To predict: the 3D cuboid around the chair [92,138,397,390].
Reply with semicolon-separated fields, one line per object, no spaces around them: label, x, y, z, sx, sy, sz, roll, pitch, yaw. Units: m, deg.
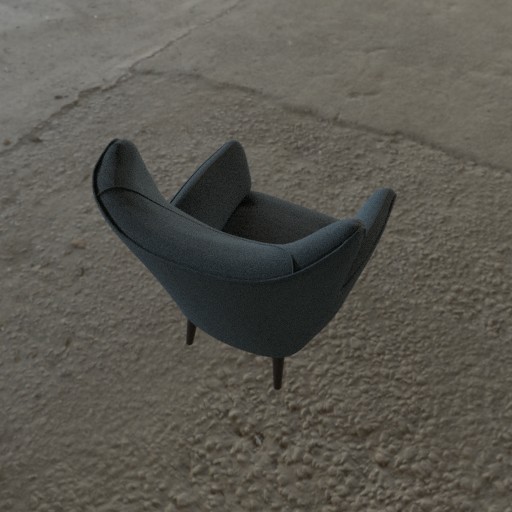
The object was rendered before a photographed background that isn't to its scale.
chair;0.000;0.000;1.615;0.781;0.933;0.888;22;51;19
